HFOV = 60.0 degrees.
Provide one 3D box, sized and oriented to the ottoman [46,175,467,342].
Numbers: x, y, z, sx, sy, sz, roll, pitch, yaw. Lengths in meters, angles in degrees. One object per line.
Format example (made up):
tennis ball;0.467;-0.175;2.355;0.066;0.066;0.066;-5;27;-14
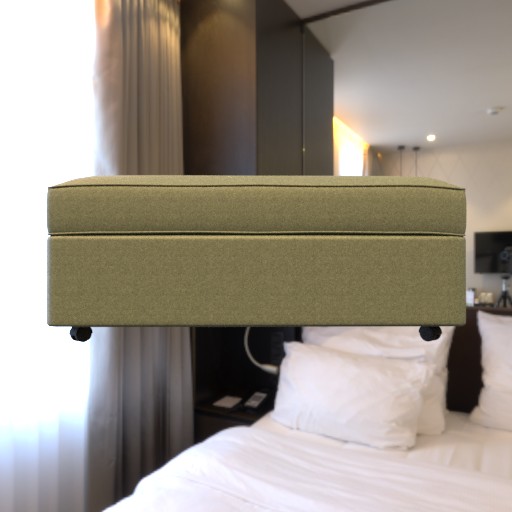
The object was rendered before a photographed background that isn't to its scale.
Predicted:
ottoman;0.000;0.000;1.540;1.173;0.494;0.681;0;0;-1
